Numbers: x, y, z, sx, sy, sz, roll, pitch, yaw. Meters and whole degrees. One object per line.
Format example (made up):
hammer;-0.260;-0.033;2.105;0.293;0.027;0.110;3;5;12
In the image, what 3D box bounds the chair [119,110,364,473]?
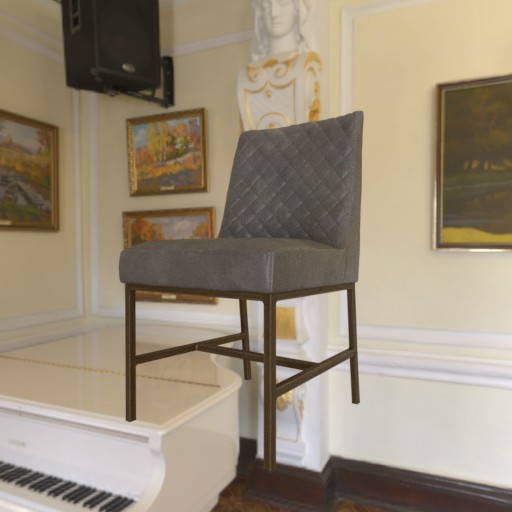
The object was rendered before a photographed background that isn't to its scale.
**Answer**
chair;0.000;0.000;1.270;0.508;0.889;0.587;1;1;36
